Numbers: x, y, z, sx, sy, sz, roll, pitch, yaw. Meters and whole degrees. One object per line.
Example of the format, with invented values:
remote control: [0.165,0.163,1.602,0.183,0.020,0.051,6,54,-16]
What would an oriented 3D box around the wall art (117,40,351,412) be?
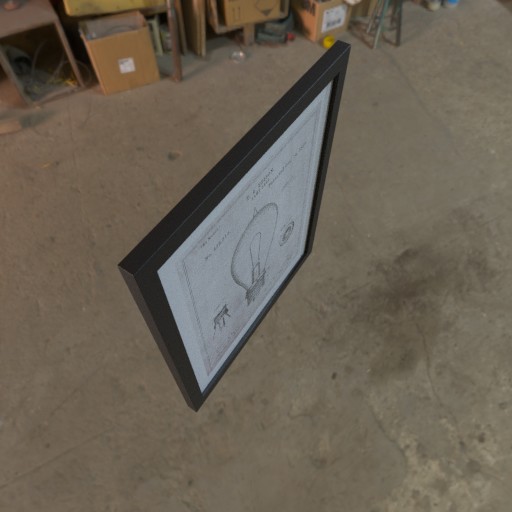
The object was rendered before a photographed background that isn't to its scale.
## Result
wall art: [0.000,0.000,0.714,0.021,0.509,0.430,29,62,17]
